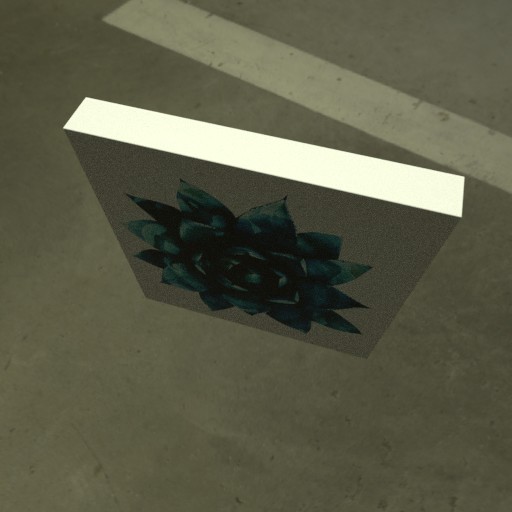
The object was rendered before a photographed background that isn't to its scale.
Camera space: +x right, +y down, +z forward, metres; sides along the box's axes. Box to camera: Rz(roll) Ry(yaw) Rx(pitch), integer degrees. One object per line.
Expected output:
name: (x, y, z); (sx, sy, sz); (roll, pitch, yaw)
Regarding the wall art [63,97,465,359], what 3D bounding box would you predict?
wall art: (0.000, 0.000, 0.465); (0.305, 0.305, 0.038); (14, 60, 8)
